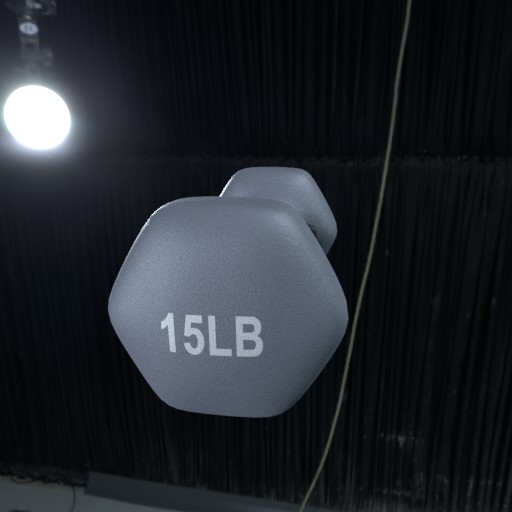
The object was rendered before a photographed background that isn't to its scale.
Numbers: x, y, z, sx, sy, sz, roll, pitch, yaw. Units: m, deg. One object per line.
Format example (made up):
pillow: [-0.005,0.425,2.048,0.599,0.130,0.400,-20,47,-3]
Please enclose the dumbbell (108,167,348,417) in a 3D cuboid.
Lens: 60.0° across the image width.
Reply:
dumbbell: [0.000,0.000,0.303,0.116,0.105,0.240,2,16,9]
